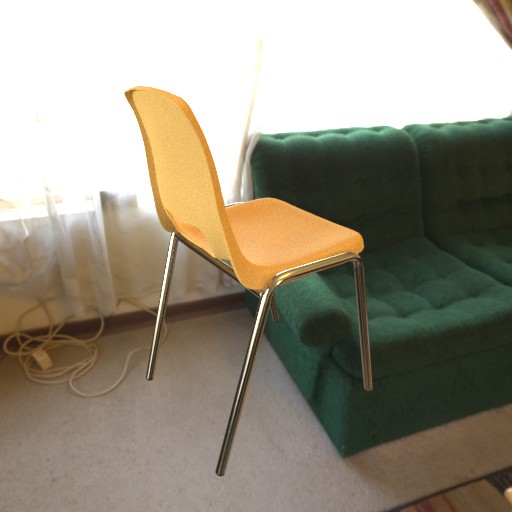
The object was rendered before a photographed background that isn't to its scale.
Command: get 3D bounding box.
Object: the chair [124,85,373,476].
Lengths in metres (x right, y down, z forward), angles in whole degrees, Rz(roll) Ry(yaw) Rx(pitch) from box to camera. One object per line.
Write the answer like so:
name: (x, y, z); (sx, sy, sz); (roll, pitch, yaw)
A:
chair: (0.000, 0.000, 0.952); (0.436, 0.704, 0.381); (-18, 31, -32)
